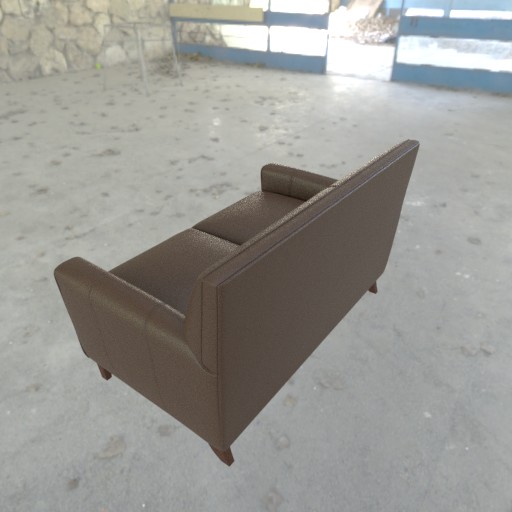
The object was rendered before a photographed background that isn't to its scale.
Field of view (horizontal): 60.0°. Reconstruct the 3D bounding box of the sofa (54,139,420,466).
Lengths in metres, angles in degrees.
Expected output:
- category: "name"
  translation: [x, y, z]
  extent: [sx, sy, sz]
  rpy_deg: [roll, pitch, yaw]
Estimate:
- category: "sofa"
  translation: [0.000, 0.000, 2.013]
  extent: [0.853, 0.859, 1.468]
  rpy_deg: [21, 37, 30]
